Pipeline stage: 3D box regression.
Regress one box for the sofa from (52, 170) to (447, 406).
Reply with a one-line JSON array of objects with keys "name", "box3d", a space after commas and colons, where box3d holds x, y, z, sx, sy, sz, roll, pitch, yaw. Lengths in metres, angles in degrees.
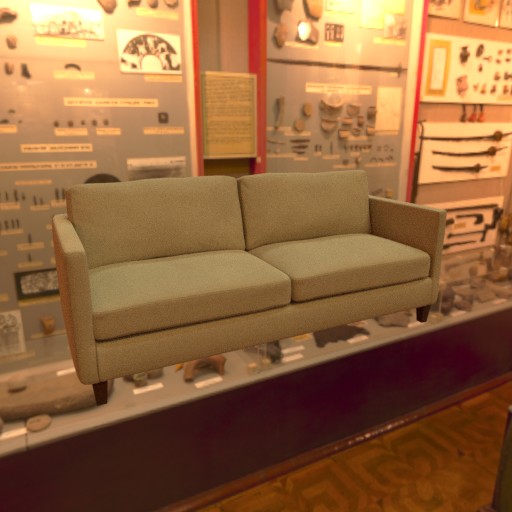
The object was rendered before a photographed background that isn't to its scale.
[{"name": "sofa", "box3d": [0.000, 0.000, 2.675, 2.181, 0.932, 0.948, -8, 18, -26]}]
